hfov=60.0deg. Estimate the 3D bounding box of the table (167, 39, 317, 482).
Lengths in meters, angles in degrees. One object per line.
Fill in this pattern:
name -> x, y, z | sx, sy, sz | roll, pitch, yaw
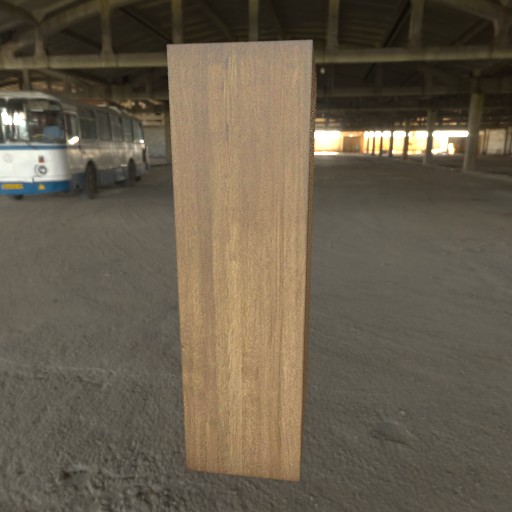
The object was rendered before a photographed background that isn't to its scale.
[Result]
table -> 0.000, 0.000, 2.504 | 0.600, 2.000, 1.100 | 2, 14, 8
